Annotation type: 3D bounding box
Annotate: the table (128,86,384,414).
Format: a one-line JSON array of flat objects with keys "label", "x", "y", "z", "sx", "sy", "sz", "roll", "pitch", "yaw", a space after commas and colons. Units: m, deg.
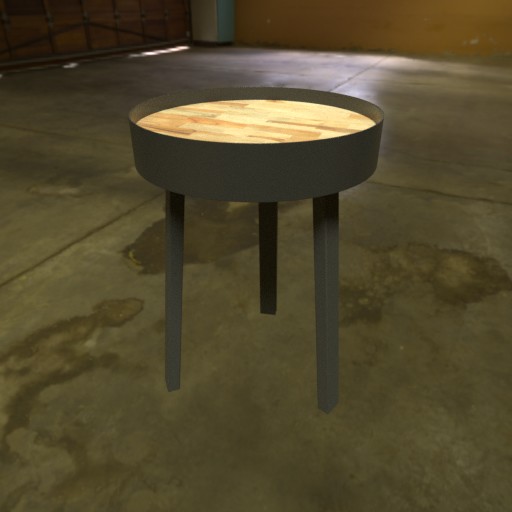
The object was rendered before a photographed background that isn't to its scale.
[{"label": "table", "x": 0.000, "y": 0.000, "z": 0.865, "sx": 0.406, "sy": 0.559, "sz": 0.406, "roll": 0, "pitch": 30, "yaw": 0}]
